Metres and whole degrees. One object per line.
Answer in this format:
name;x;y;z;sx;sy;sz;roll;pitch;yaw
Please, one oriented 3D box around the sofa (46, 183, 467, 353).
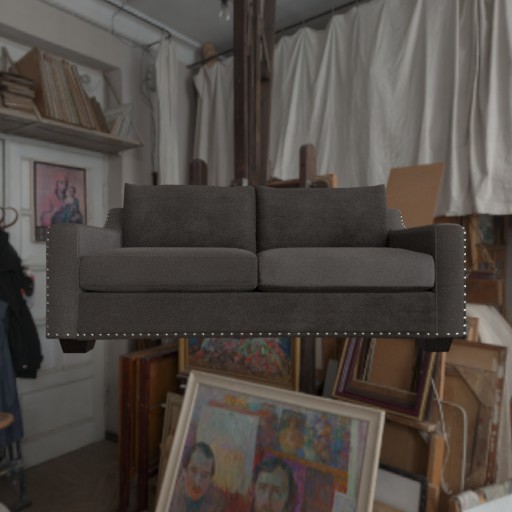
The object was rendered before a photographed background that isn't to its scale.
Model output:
sofa;0.000;0.000;3.289;2.550;1.196;1.336;0;0;-1
